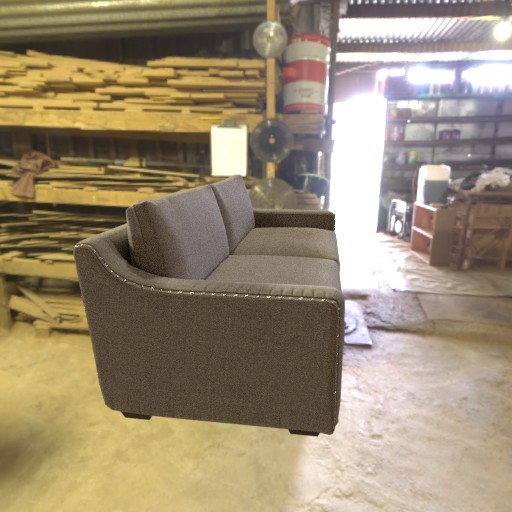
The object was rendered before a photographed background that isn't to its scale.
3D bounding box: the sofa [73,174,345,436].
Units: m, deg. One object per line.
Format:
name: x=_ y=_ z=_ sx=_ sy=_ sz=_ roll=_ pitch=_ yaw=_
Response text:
sofa: x=0.000 y=0.000 z=2.638 sx=1.000 sy=0.857 sz=2.208 roll=2 pitch=14 yaw=9
